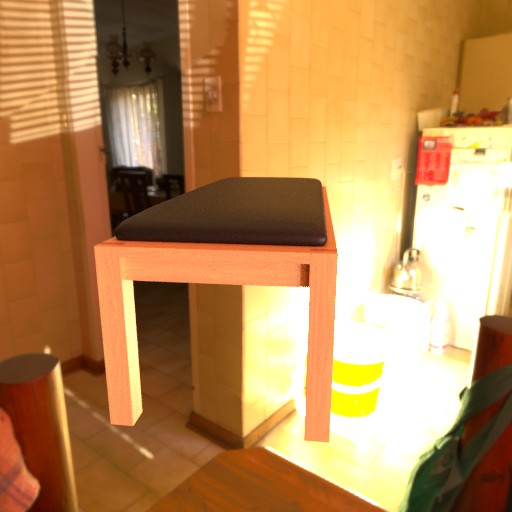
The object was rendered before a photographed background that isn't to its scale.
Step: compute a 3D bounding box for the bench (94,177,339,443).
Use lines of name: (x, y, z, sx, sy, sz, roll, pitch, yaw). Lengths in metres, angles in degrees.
bench: (0.000, 0.000, 1.416, 0.450, 0.430, 1.202, 2, 15, 7)
